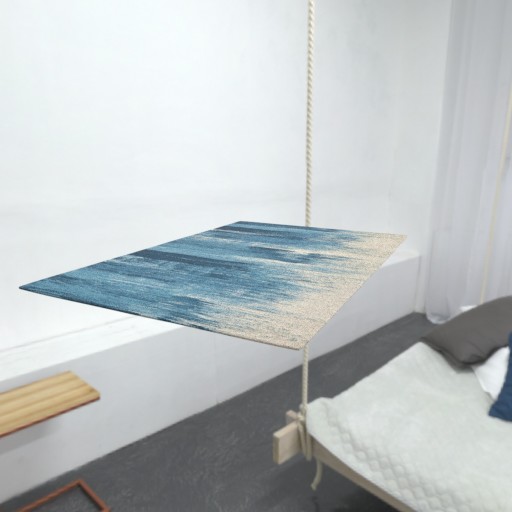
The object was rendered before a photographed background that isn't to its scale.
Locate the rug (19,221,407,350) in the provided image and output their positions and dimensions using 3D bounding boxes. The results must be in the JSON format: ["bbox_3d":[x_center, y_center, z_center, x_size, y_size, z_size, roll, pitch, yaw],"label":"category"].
[{"bbox_3d":[0.000,0.000,2.297,1.232,0.009,1.836,7,16,26],"label":"rug"}]
